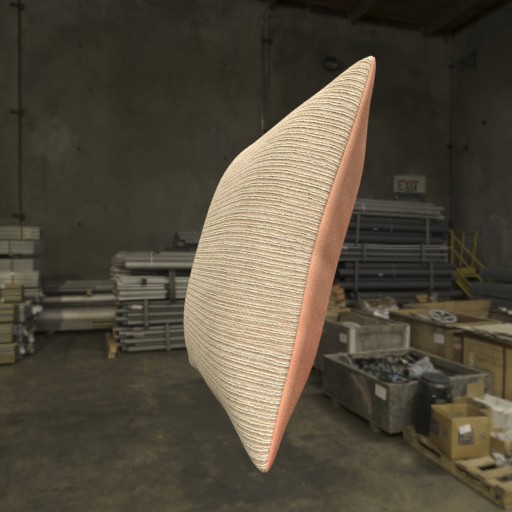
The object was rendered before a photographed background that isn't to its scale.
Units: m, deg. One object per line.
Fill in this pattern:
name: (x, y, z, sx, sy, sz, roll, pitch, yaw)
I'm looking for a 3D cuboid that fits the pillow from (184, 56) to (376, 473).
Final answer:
pillow: (0.000, 0.000, 0.624, 0.177, 0.401, 0.424, 0, 1, -17)
